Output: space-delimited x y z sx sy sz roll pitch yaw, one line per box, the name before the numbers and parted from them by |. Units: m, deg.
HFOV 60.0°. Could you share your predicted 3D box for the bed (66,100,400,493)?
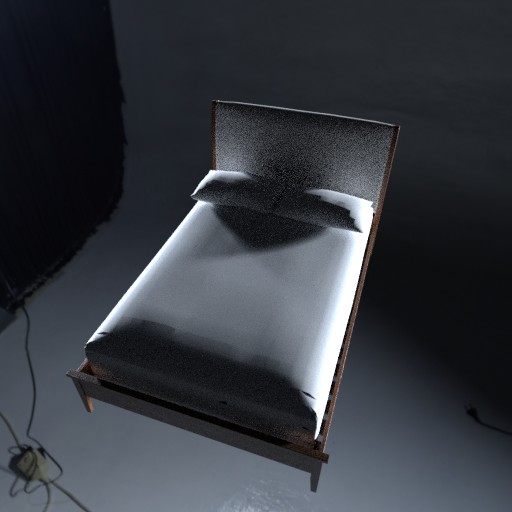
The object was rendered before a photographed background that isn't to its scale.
bed | 0.000 0.000 3.200 1.612 1.250 2.380 13 43 14
